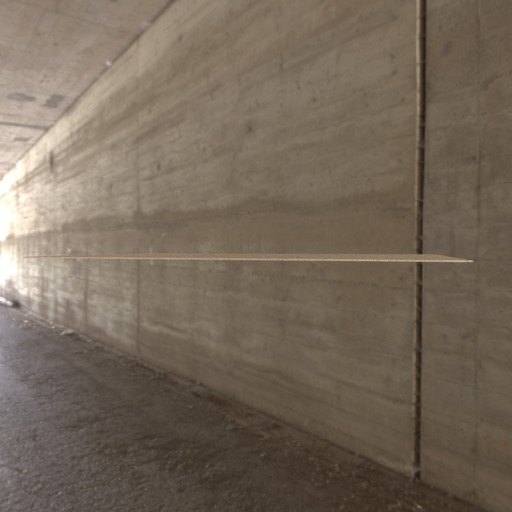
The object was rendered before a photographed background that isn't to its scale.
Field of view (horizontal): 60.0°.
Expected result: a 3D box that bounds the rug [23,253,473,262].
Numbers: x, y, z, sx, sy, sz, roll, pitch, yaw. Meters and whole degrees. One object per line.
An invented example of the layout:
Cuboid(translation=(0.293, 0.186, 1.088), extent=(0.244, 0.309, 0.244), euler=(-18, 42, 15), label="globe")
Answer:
Cuboid(translation=(0.000, 0.000, 3.011), extent=(2.440, 0.008, 1.524), euler=(0, 1, 17), label="rug")
